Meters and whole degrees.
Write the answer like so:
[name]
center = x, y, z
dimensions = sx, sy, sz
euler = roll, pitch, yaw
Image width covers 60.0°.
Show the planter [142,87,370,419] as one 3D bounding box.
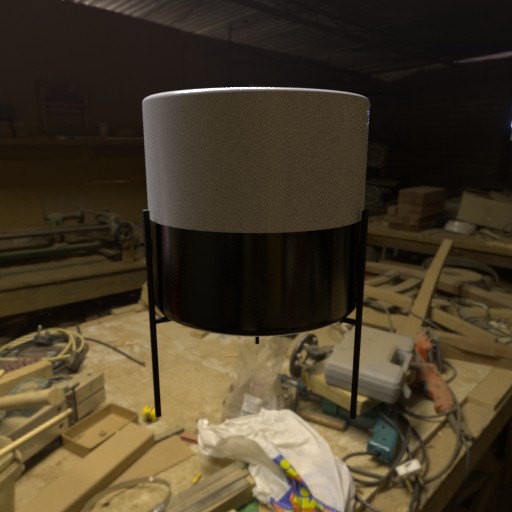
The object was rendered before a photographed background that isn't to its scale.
[planter]
center = 0.000, 0.000, 0.648
dimensions = 0.310, 0.432, 0.310
euler = -13, 19, -42
